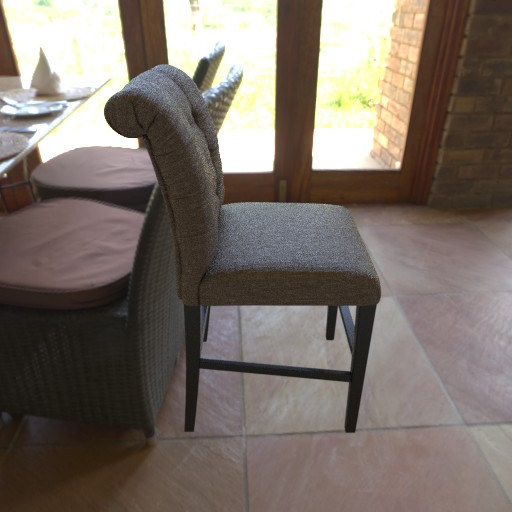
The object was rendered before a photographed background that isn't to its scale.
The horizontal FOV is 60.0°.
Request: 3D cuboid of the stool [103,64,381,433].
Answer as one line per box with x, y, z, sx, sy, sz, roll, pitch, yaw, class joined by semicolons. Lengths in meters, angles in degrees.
0.000;0.000;1.266;0.611;0.970;0.457;0;30;0;stool
